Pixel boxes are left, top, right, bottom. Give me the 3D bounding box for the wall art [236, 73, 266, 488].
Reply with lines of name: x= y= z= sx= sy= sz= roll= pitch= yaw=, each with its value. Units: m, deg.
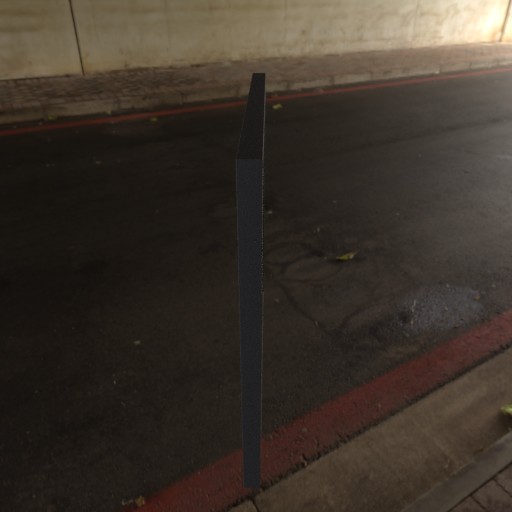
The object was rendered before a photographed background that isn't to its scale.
wall art: x=0.000 y=0.000 z=1.128 sx=0.037 sy=0.760 sz=0.762 roll=1 pitch=31 yaw=1
